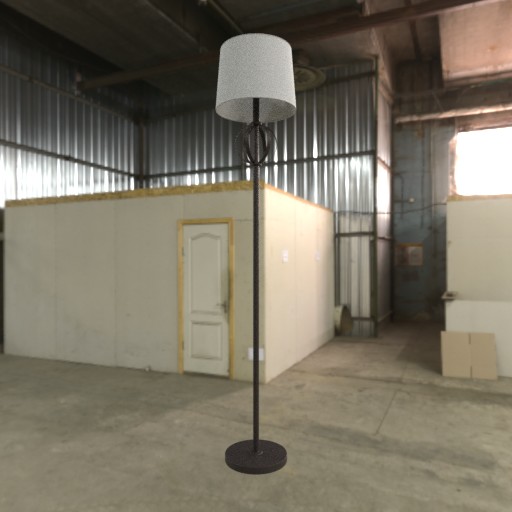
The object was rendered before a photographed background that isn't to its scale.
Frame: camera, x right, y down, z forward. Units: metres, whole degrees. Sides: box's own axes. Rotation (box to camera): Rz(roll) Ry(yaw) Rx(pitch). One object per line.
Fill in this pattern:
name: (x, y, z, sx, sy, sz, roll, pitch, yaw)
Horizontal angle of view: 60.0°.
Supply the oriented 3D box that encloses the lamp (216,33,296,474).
lamp: (0.000, 0.000, 1.587, 0.286, 1.462, 0.286, 0, 1, -37)
